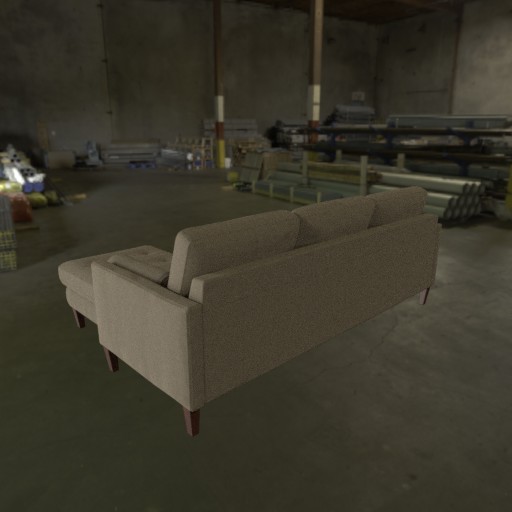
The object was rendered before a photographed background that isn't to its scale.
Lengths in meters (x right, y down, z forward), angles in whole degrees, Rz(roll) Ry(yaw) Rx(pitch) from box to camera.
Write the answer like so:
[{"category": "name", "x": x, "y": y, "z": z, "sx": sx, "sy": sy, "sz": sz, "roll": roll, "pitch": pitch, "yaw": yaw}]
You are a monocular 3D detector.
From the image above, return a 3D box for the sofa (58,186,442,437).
[{"category": "sofa", "x": 0.000, "y": 0.000, "z": 2.930, "sx": 2.178, "sy": 0.875, "sz": 1.506, "roll": -15, "pitch": 22, "yaw": -42}]
